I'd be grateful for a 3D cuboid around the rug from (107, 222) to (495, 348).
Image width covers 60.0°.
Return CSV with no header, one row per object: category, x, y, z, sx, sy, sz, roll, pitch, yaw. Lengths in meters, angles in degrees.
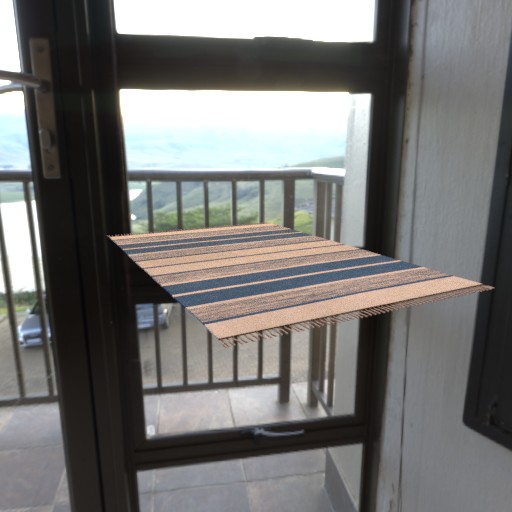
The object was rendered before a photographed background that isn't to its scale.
rug,0.000,0.000,2.999,1.532,0.010,2.441,-7,15,-27
